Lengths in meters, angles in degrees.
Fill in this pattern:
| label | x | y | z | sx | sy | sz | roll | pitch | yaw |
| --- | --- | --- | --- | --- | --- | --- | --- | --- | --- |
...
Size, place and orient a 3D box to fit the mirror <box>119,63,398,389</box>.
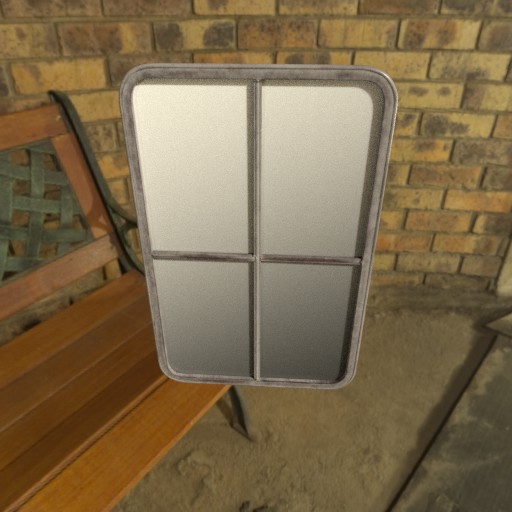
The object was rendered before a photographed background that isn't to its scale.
| label | x | y | z | sx | sy | sz | roll | pitch | yaw |
| --- | --- | --- | --- | --- | --- | --- | --- | --- | --- |
| mirror | 0.000 | 0.000 | 0.888 | 0.461 | 0.713 | 0.024 | 2 | 31 | 3 |
